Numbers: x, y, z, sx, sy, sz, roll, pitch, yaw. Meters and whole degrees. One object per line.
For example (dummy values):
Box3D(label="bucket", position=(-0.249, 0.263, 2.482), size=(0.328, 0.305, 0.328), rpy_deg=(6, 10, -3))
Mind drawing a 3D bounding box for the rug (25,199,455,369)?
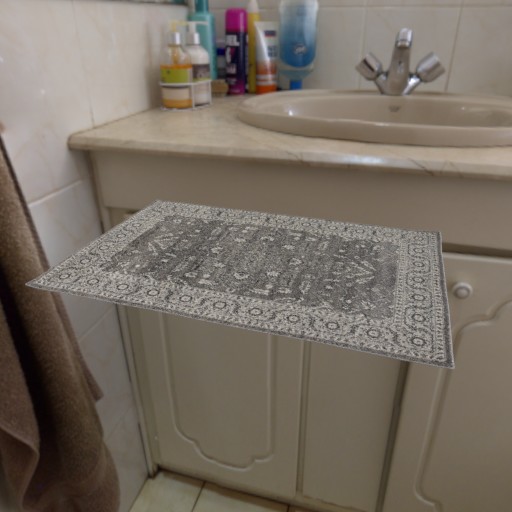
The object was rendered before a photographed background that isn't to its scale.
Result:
Box3D(label="rug", position=(0.000, 0.000, 2.274), size=(1.828, 0.019, 1.209), rpy_deg=(8, 28, 16))
